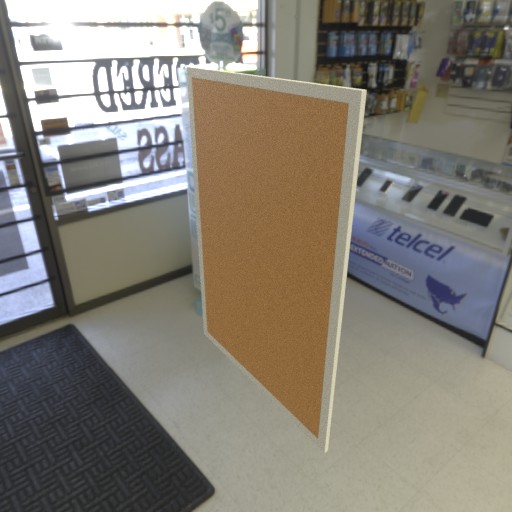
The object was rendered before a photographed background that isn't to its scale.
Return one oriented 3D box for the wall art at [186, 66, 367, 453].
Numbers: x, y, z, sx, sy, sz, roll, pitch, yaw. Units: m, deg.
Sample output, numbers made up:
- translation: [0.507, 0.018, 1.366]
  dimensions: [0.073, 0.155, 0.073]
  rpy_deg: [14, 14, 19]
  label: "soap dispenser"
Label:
- translation: [0.000, 0.000, 1.242]
  dimensions: [0.013, 0.940, 0.659]
  rpy_deg: [-18, 32, -31]
  label: "wall art"
